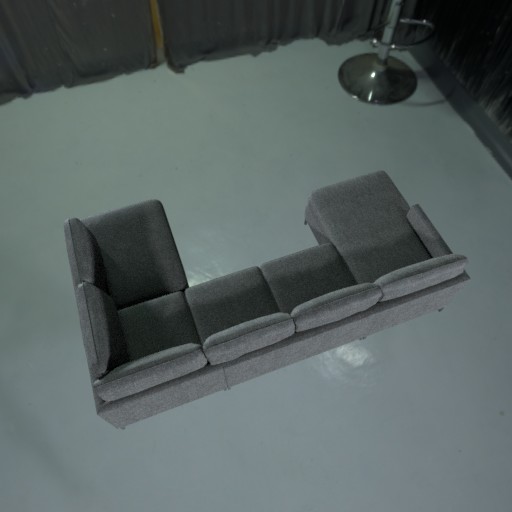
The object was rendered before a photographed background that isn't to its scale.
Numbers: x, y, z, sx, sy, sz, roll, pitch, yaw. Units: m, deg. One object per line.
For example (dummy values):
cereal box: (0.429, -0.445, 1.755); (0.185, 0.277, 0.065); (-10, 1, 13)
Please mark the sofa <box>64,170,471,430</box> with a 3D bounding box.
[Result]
sofa: (0.000, 0.000, 4.345); (3.423, 0.999, 2.048); (-18, 61, -10)
